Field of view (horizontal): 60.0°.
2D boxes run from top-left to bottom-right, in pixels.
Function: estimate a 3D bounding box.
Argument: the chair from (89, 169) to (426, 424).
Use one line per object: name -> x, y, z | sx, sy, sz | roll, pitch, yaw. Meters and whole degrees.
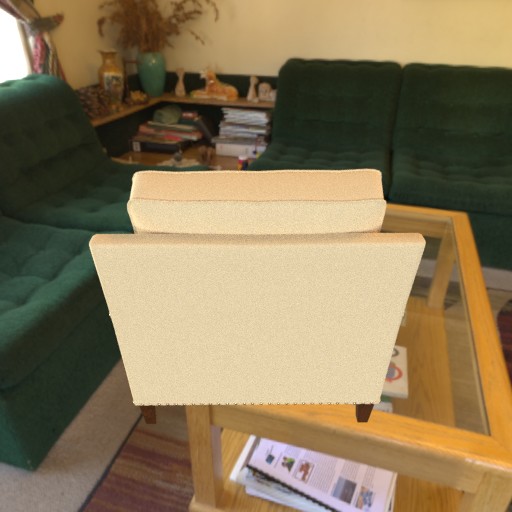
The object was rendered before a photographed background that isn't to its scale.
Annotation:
chair -> 0.000, 0.000, 1.700 | 0.853, 0.943, 1.014 | 0, 30, 0
